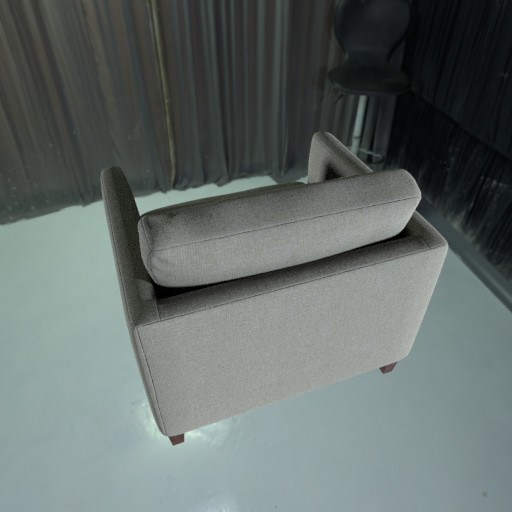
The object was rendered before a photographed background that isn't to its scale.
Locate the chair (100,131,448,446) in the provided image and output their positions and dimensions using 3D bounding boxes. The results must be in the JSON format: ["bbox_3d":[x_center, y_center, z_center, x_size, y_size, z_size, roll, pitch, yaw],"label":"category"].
[{"bbox_3d":[0.000,0.000,1.865,1.107,0.963,0.959,-14,43,-15],"label":"chair"}]
